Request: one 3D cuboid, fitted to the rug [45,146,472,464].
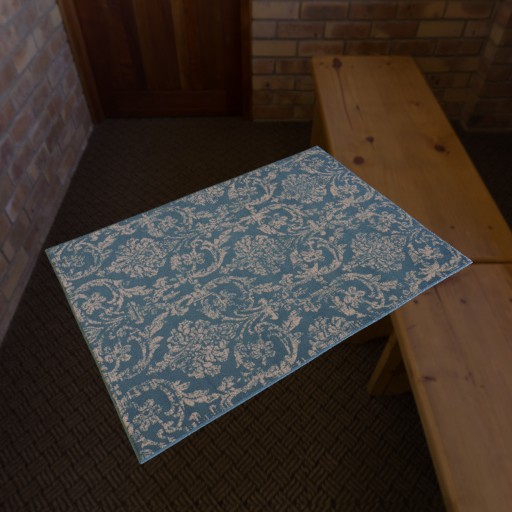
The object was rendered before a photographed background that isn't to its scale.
[{"bbox_3d":[0.000,0.000,2.790,2.205,0.012,1.554,-25,51,-22],"label":"rug"}]
